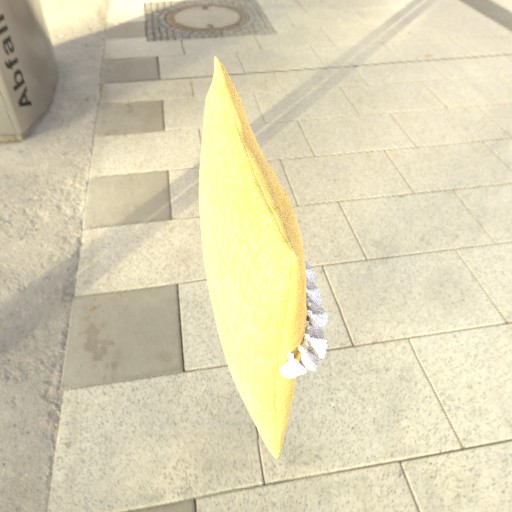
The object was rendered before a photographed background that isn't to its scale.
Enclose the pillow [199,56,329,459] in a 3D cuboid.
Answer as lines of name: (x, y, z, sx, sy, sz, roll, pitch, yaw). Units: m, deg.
pillow: (0.000, 0.000, 0.734, 0.167, 0.481, 0.485, -9, 46, -8)
